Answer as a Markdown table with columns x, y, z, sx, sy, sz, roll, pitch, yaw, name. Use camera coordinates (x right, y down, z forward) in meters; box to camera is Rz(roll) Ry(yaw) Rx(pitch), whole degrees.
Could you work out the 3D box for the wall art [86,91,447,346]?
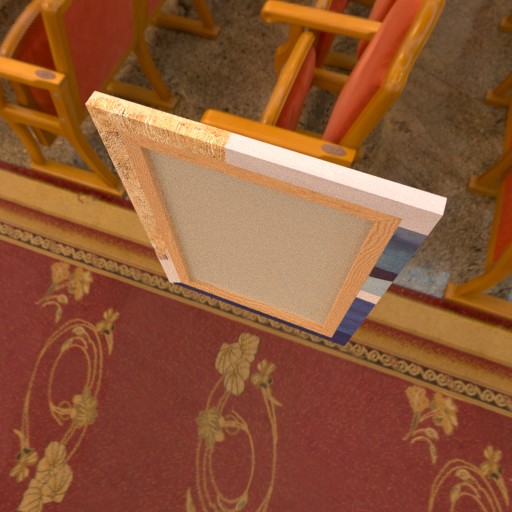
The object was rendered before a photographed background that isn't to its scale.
| x | y | z | sx | sy | sz | roll | pitch | yaw | name |
| --- | --- | --- | --- | --- | --- | --- | --- | --- | --- |
| 0.000 | 0.000 | 0.814 | 0.458 | 0.613 | 0.026 | 19 | 66 | 9 | wall art |
